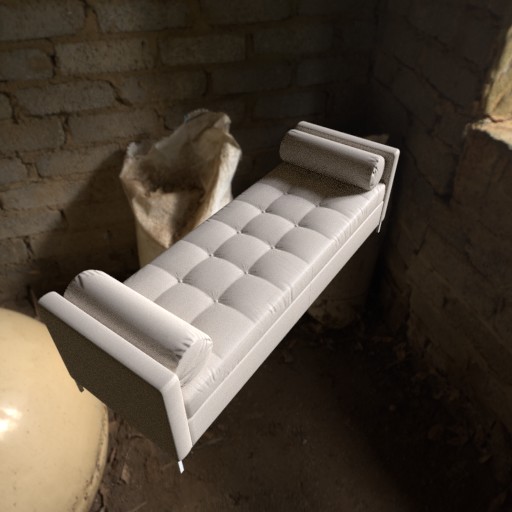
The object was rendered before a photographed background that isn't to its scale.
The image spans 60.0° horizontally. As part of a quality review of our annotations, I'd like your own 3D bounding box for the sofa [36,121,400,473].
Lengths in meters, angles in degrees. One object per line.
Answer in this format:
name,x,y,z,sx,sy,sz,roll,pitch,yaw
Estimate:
sofa,0.000,0.000,2.349,0.686,0.635,1.981,25,47,26
